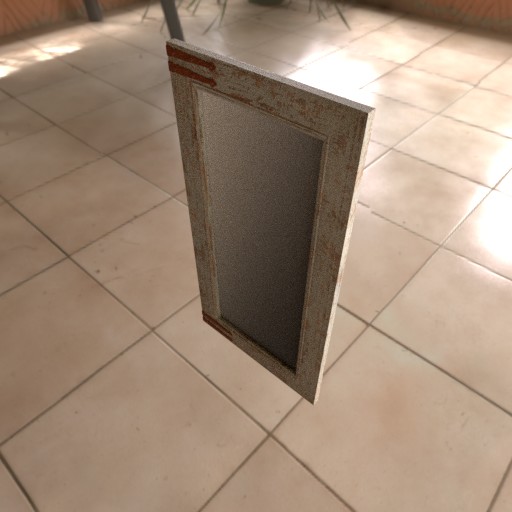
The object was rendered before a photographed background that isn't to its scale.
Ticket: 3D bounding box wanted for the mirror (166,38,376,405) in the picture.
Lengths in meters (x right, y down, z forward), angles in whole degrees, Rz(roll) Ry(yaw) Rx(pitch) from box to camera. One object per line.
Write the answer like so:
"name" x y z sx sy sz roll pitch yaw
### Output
"mirror" 0.000 0.000 1.111 0.472 0.922 0.027 32 52 28
